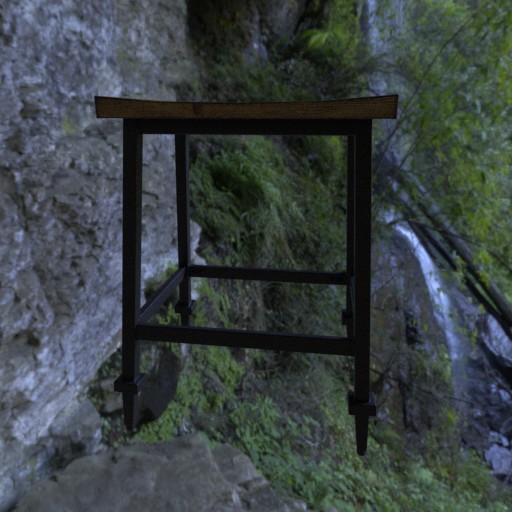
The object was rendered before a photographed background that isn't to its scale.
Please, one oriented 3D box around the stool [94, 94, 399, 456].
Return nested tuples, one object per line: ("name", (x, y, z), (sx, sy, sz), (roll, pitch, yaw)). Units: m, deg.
("stool", (0.000, 0.000, 0.930), (0.486, 0.625, 0.405), (3, 18, 8))
